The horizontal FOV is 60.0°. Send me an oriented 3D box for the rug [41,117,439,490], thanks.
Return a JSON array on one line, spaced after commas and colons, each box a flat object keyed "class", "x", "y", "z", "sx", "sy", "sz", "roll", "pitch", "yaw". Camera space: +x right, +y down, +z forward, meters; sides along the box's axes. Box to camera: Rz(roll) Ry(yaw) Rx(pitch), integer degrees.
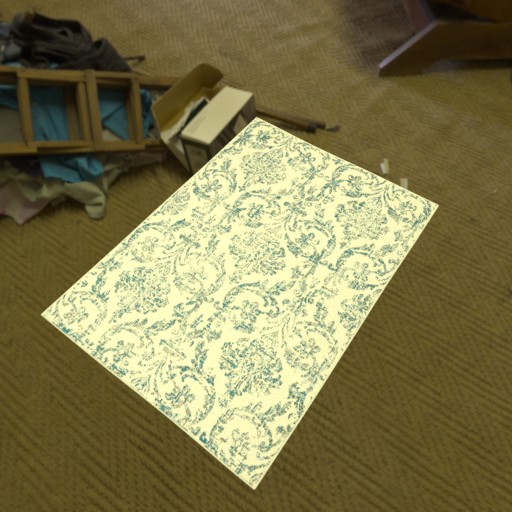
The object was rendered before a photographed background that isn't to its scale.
[{"class": "rug", "x": 0.000, "y": 0.000, "z": 2.880, "sx": 1.586, "sy": 0.014, "sz": 2.197, "roll": 31, "pitch": 62, "yaw": 19}]
